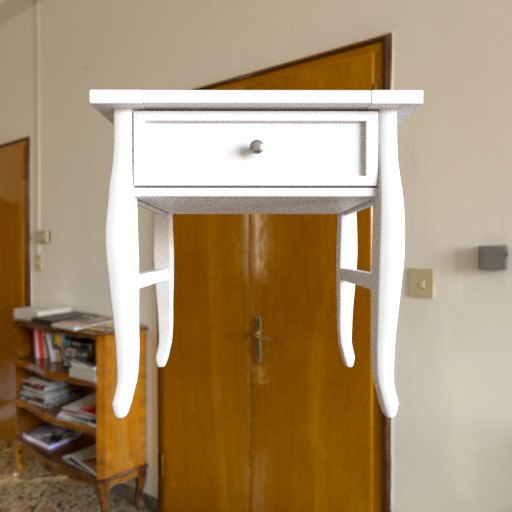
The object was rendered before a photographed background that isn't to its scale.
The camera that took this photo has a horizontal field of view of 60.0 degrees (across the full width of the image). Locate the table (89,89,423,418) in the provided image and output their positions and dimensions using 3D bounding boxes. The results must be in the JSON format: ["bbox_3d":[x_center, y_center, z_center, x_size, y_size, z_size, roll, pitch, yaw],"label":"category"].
[{"bbox_3d":[0.000,0.000,1.027,0.599,0.605,0.463,0,1,0],"label":"table"}]
